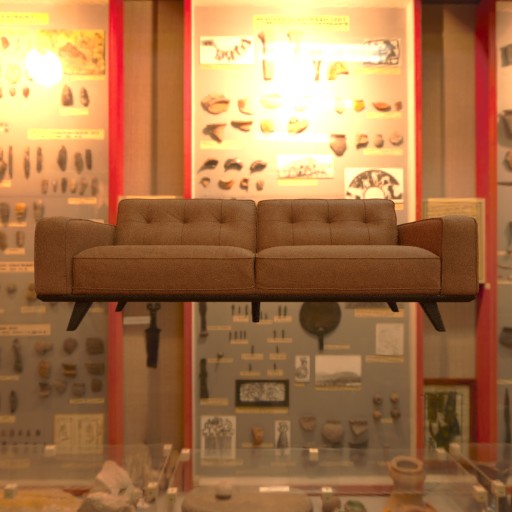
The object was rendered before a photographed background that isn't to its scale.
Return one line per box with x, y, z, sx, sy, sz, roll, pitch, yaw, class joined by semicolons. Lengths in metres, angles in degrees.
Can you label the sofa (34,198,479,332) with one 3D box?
0.000;0.000;2.691;2.270;0.780;0.953;0;0;1;sofa
